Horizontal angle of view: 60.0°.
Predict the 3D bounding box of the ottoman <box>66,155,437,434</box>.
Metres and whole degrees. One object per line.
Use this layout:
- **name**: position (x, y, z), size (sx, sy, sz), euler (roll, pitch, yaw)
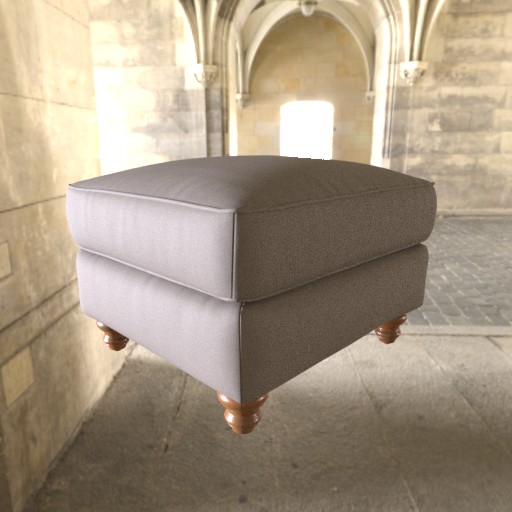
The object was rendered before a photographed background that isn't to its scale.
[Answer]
- **ottoman**: position (0.000, 0.000, 1.144), size (0.662, 0.505, 0.721), euler (14, 20, 43)
